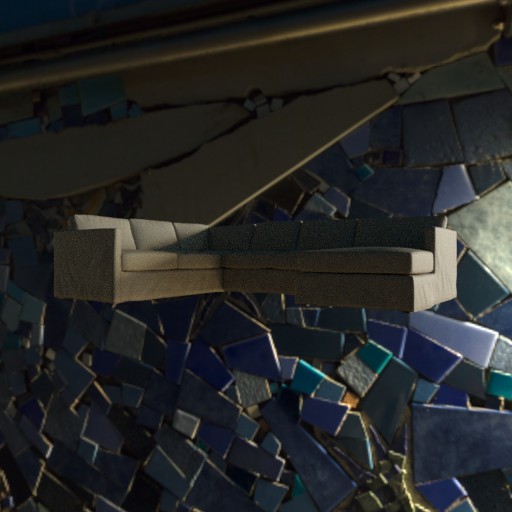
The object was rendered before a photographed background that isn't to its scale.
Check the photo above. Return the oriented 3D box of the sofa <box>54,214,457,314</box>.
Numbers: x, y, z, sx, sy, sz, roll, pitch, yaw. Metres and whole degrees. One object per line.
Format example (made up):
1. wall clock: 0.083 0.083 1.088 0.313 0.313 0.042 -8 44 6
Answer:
1. sofa: 0.000 0.000 4.588 3.460 0.882 2.427 0 0 35
